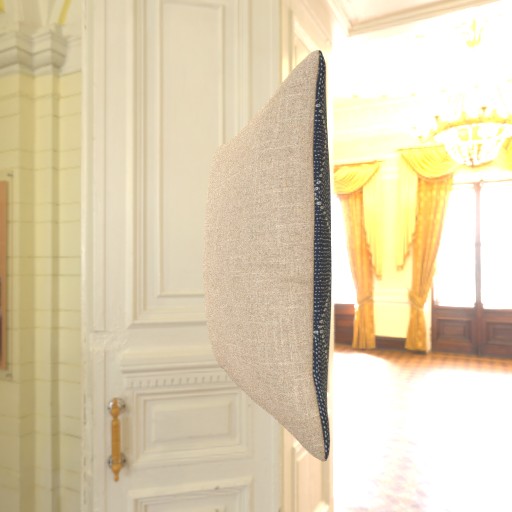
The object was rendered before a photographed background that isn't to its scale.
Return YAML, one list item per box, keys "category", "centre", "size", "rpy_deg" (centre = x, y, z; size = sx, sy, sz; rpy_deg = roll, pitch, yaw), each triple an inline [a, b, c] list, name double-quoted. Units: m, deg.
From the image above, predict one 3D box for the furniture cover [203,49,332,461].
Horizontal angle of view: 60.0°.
- category: "furniture cover"
  centre: [0.000, 0.000, 0.778]
  size: [0.162, 0.503, 0.511]
  rpy_deg: [0, 0, -18]
